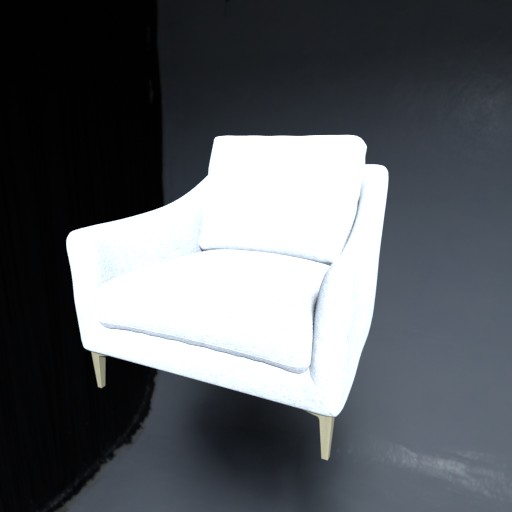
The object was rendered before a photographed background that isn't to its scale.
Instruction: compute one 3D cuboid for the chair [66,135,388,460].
[{"bbox_3d":[0.000,0.000,1.709,0.986,0.902,0.961,7,16,25],"label":"chair"}]
